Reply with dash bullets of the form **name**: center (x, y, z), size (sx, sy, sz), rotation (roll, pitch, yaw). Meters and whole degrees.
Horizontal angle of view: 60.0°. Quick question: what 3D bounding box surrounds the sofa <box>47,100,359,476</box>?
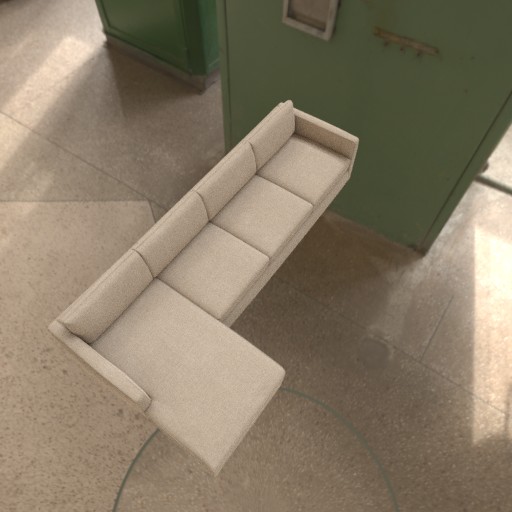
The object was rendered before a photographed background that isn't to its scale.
- **sofa**: center (0.000, 0.000, 3.591), size (1.469, 0.816, 2.923), rotation (31, 63, 18)
